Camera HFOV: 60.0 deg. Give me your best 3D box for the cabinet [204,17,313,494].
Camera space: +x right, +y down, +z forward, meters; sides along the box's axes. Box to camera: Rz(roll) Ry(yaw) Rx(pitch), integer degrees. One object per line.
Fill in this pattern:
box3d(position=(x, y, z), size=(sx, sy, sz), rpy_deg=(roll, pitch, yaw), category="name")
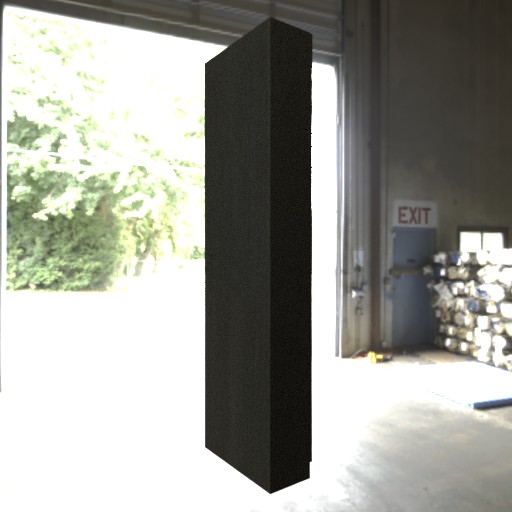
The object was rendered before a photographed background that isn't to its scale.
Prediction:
box3d(position=(0.000, 0.000, 1.932), size=(0.230, 1.790, 0.500), rpy_deg=(0, 0, -36), category="cabinet")
